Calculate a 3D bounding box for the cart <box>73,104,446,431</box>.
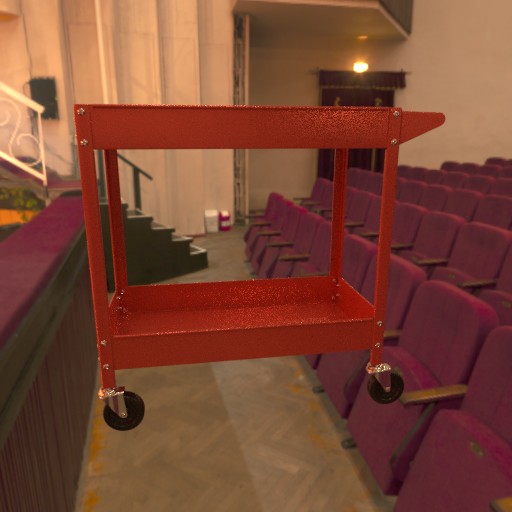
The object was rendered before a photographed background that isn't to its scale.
[{"bbox_3d":[0.000,0.000,1.151,0.779,0.719,0.366,-2,15,-9],"label":"cart"}]
